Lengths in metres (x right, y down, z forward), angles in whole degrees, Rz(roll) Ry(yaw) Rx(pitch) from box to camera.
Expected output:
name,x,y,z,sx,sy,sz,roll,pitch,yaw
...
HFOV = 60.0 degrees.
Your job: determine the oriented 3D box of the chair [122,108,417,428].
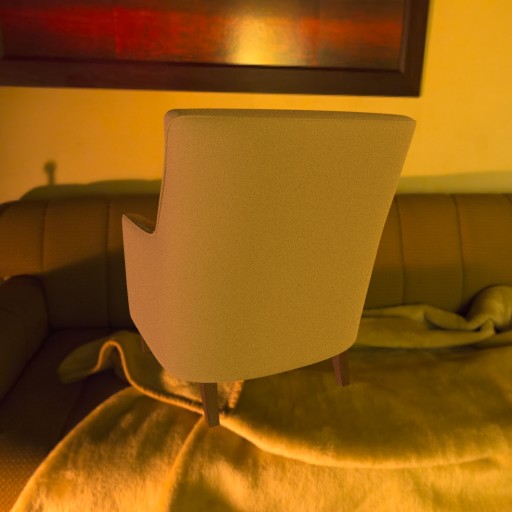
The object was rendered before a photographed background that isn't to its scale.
name,x,y,z,sx,sy,sz,roll,pitch,yaw
chair,0.000,0.000,1.529,0.756,0.916,0.879,-7,17,-26
